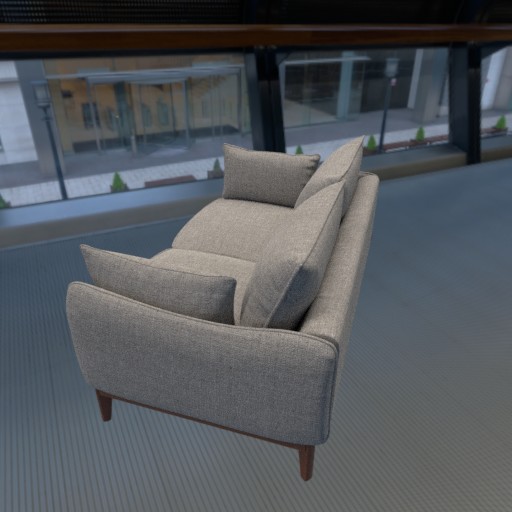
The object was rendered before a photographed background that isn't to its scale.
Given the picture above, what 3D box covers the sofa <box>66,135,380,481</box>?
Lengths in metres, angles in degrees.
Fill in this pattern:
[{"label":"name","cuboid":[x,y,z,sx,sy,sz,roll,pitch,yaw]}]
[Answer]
[{"label":"sofa","cuboid":[0.000,0.000,2.063,0.972,0.851,1.580,9,31,16]}]
